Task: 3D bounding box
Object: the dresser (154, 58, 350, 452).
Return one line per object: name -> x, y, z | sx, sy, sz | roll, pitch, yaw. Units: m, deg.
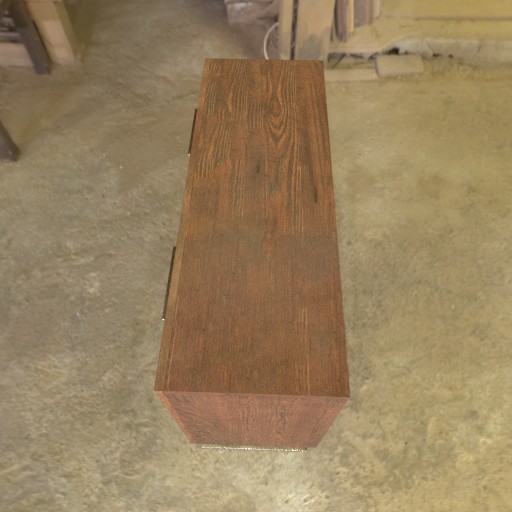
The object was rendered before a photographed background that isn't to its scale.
dresser -> 0.000, 0.000, 2.212 | 0.623, 1.061, 1.646 | 2, 58, 1
